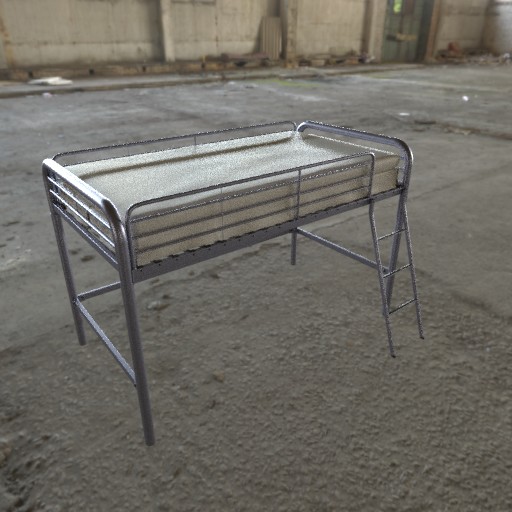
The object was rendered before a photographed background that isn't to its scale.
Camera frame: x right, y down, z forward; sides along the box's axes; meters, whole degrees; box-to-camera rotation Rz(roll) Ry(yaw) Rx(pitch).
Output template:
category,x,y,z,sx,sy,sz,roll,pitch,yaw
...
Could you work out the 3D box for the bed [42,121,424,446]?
category,x,y,z,sx,sy,sz,roll,pitch,yaw
bed,0.000,0.000,2.768,1.965,1.288,1.415,-19,32,-33
